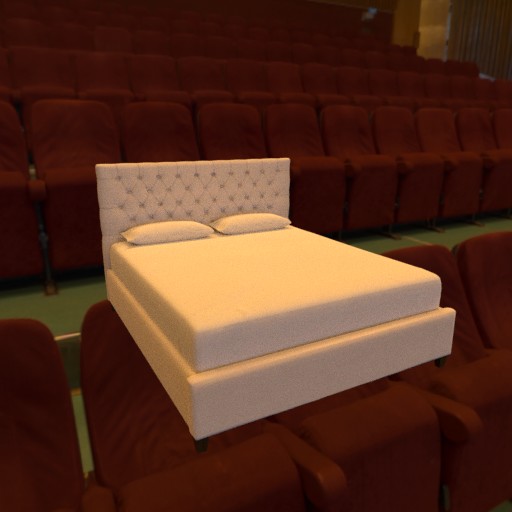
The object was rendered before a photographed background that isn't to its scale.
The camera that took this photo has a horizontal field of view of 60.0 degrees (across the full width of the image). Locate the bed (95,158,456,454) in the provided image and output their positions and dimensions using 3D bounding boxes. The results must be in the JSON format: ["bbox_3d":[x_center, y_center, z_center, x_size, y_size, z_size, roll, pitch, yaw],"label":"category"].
[{"bbox_3d":[0.000,0.000,3.689,2.078,1.427,2.387,-8,18,-27],"label":"bed"}]
